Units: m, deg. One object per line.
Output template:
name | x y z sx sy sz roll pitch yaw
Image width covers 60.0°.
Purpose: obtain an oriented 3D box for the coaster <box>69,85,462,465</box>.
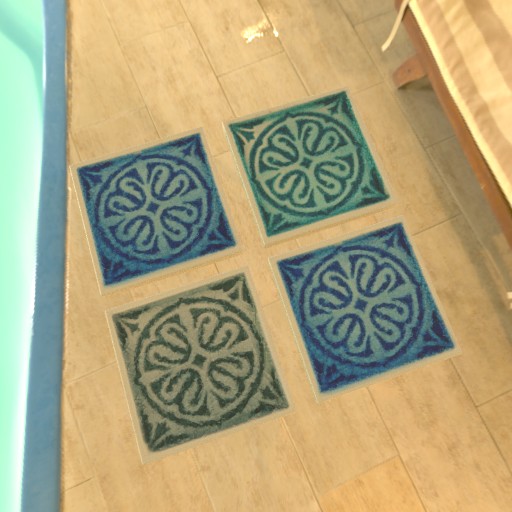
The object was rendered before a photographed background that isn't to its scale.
coaster | 0.000 0.000 0.314 0.219 0.010 0.214 -18 77 -4
